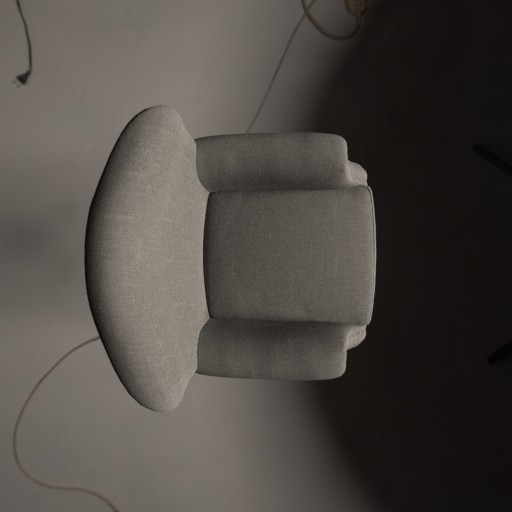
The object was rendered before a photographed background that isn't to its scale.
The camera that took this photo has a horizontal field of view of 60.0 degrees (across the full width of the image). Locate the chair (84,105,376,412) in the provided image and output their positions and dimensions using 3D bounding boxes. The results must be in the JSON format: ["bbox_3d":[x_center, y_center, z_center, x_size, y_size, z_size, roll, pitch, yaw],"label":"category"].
[{"bbox_3d":[0.000,0.000,1.643,0.921,0.936,0.861,0,92,2],"label":"chair"}]
